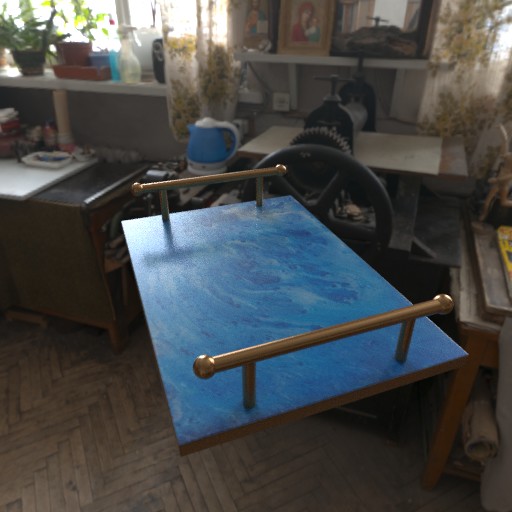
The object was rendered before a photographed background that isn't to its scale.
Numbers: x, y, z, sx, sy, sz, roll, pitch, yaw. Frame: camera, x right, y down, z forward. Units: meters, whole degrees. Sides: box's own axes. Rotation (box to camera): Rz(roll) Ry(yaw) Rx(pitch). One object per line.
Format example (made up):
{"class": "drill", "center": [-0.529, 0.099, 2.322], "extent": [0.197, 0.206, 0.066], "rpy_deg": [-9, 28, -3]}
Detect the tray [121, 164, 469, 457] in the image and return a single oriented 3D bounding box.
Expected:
{"class": "tray", "center": [0.000, 0.000, 0.576], "extent": [0.304, 0.084, 0.444], "rpy_deg": [-11, 33, -18]}
